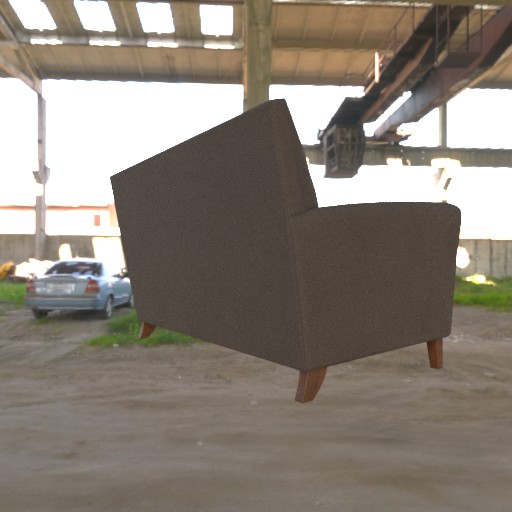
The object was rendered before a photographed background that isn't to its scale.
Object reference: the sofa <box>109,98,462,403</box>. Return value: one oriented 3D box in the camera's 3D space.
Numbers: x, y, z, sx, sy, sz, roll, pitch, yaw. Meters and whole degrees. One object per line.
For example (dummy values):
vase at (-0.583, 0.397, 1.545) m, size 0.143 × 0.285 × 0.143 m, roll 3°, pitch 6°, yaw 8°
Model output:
sofa at (0.000, 0.000, 1.954) m, size 0.871 × 0.846 × 1.420 m, roll 0°, pitch 0°, yaw -36°
